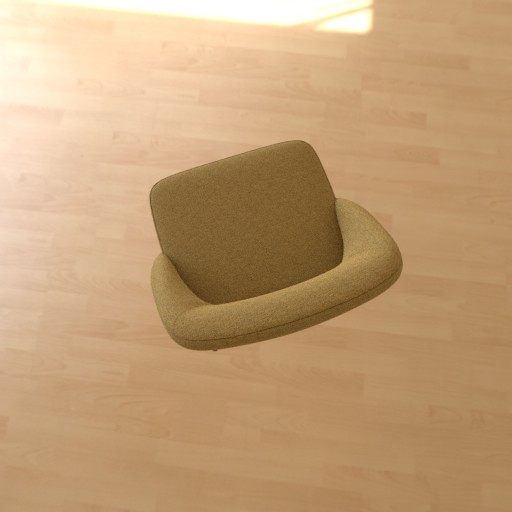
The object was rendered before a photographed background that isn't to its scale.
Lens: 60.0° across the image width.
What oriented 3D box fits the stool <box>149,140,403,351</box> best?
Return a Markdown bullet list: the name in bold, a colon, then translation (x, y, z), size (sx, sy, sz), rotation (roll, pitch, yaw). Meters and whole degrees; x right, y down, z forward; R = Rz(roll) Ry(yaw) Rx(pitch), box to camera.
- **stool**: translation (0.000, 0.000, 1.262), size (0.536, 0.939, 0.522), rotation (-18, 76, -5)
